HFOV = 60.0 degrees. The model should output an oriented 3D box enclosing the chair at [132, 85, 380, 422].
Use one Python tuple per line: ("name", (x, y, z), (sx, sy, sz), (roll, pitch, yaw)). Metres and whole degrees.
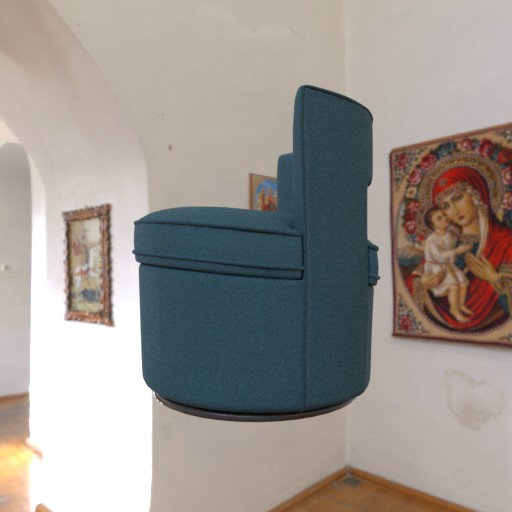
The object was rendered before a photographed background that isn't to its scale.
("chair", (0.000, 0.000, 1.225), (0.660, 0.711, 0.684), (0, -1, -1))
